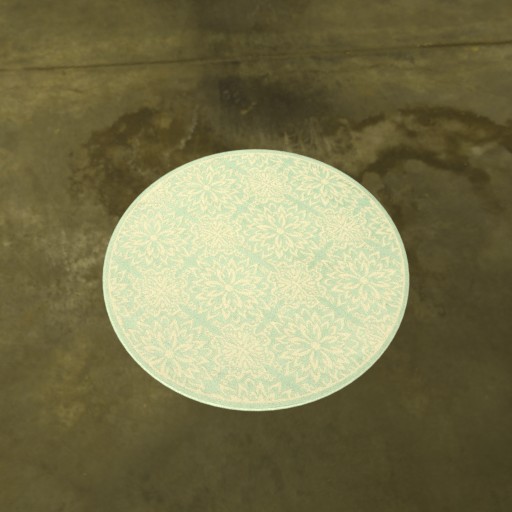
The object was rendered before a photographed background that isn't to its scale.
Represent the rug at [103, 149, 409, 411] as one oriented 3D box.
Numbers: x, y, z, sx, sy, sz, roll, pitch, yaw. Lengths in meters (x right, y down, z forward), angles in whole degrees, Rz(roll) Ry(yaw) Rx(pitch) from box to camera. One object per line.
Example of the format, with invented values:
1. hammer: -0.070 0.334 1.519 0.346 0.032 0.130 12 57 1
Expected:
1. rug: 0.000 0.000 2.342 1.593 0.012 1.593 0 57 0
